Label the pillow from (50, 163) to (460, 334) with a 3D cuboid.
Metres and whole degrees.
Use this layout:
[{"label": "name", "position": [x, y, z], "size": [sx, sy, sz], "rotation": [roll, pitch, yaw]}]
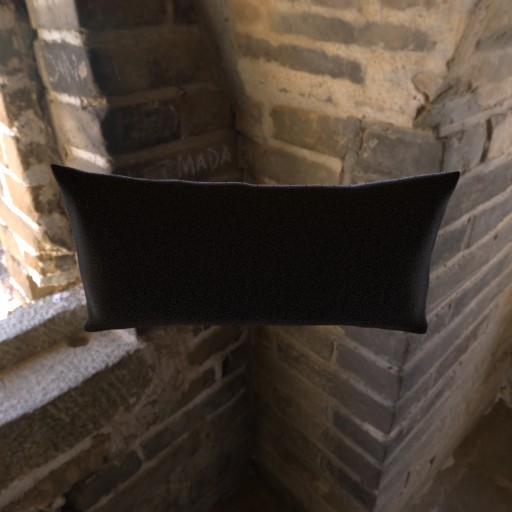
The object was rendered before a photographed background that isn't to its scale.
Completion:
[{"label": "pillow", "position": [0.000, 0.000, 0.722], "size": [0.609, 0.305, 0.151], "rotation": [0, 28, 0]}]
